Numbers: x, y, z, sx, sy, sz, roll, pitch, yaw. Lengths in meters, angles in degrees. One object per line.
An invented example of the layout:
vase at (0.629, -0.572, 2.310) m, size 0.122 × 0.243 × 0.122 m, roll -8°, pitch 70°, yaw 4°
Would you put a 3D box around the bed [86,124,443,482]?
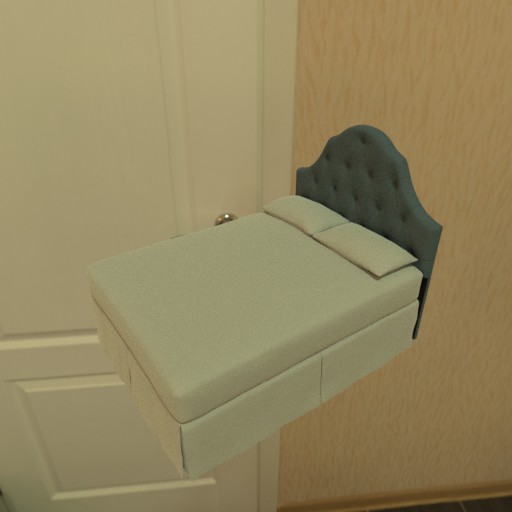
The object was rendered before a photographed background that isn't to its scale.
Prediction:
bed at (0.000, 0.000, 3.240) m, size 2.155 × 1.575 × 1.636 m, roll -20°, pitch 36°, yaw -30°
